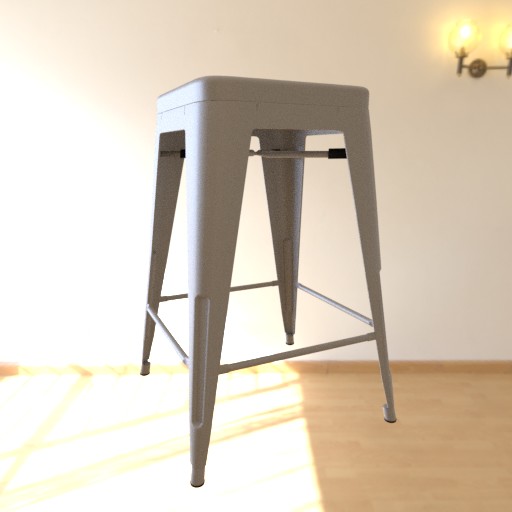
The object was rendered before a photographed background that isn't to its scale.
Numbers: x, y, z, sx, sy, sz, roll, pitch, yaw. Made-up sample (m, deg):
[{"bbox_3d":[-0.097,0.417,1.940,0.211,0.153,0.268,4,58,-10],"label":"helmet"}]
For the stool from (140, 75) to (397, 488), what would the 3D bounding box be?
[{"bbox_3d":[0.000,0.000,0.871,0.410,0.608,0.410,-6,15,-25],"label":"stool"}]
